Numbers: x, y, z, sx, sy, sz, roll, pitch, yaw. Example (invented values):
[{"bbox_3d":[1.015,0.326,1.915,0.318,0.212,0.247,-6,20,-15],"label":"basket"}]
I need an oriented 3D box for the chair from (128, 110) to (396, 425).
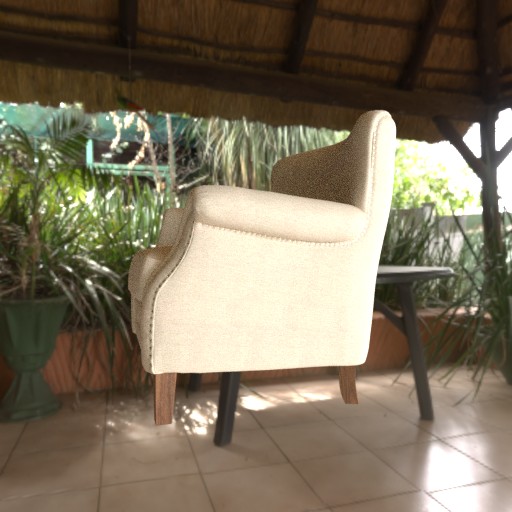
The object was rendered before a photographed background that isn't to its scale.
[{"bbox_3d":[0.000,0.000,1.662,0.921,0.936,0.861,0,1,-18],"label":"chair"}]
